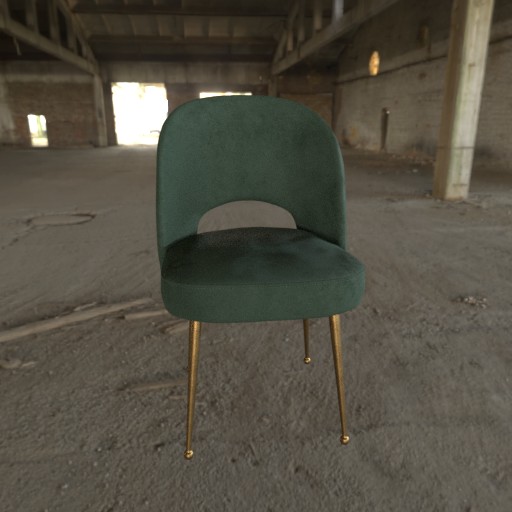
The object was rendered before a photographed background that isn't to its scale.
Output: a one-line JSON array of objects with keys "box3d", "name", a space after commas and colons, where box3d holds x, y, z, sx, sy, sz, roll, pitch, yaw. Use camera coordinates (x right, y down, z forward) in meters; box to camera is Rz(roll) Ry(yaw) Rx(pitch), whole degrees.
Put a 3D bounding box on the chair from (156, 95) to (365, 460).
[{"box3d": [0.000, 0.000, 1.211, 0.527, 0.860, 0.577, -2, 17, -7], "name": "chair"}]
